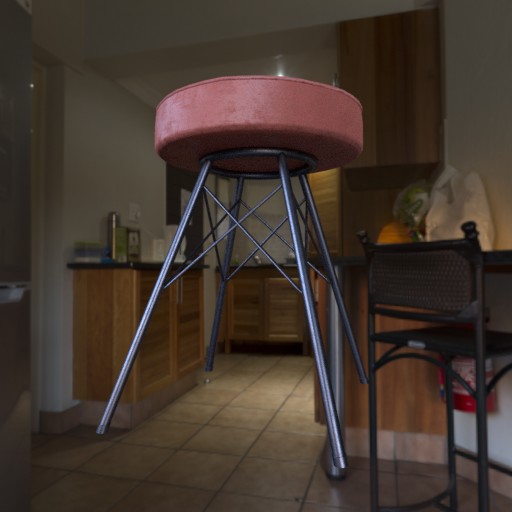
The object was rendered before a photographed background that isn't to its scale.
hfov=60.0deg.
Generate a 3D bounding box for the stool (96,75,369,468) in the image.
[{"bbox_3d":[0.000,0.000,0.893,0.421,0.593,0.457,0,-1,18],"label":"stool"}]
